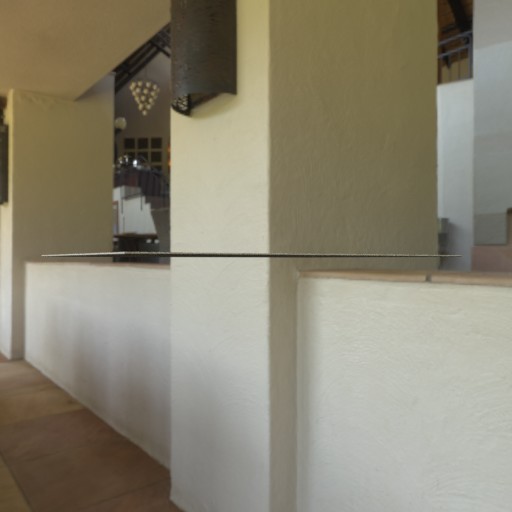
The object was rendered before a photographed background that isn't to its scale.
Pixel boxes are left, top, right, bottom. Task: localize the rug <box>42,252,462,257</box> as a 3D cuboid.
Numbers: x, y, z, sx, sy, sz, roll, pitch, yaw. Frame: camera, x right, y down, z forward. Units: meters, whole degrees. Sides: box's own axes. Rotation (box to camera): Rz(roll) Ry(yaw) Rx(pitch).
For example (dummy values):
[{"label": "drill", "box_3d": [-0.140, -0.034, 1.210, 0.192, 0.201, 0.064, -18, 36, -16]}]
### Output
[{"label": "rug", "box_3d": [0.000, 0.000, 2.313, 1.829, 0.008, 1.219, 0, -1, -36]}]
